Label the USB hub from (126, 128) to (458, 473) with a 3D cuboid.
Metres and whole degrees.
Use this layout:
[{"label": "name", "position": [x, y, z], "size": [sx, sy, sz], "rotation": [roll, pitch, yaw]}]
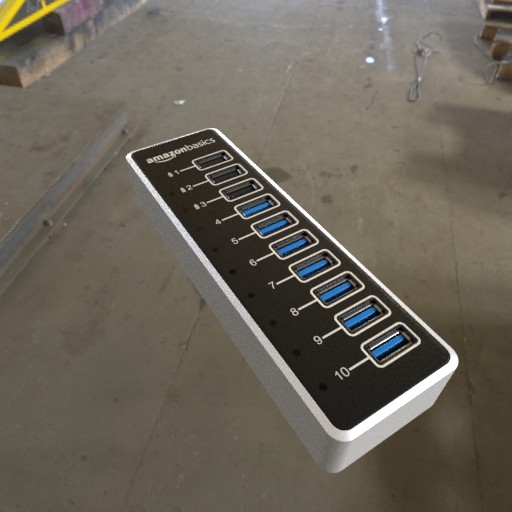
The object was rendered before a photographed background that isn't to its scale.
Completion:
[{"label": "USB hub", "position": [0.000, 0.000, 0.162], "size": [0.044, 0.023, 0.145], "rotation": [-24, 51, -21]}]
